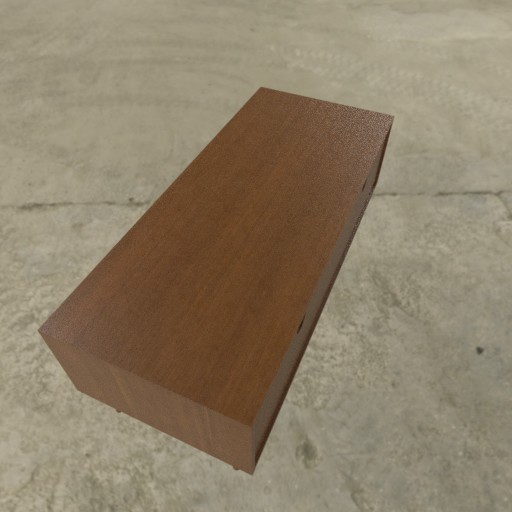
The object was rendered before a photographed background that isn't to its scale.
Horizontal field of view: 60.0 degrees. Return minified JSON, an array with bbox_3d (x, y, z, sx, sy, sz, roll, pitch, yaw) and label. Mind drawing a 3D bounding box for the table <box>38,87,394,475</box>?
[{"bbox_3d":[0.000,0.000,1.350,0.490,0.464,1.119,19,51,16],"label":"table"}]
